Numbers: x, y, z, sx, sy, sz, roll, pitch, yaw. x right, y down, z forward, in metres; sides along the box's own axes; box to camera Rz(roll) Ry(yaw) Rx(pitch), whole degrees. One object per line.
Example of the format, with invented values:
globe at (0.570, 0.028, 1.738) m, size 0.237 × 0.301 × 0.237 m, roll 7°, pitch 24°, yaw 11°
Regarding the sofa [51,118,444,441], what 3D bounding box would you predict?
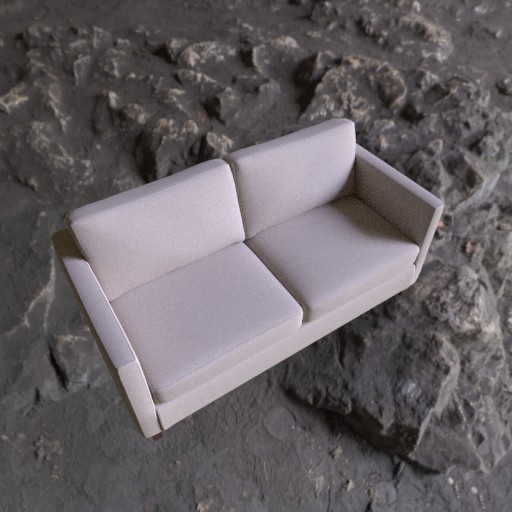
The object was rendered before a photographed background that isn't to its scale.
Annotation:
sofa at (0.000, 0.000, 2.271) m, size 1.722 × 0.888 × 0.873 m, roll -25°, pitch 51°, yaw -22°
